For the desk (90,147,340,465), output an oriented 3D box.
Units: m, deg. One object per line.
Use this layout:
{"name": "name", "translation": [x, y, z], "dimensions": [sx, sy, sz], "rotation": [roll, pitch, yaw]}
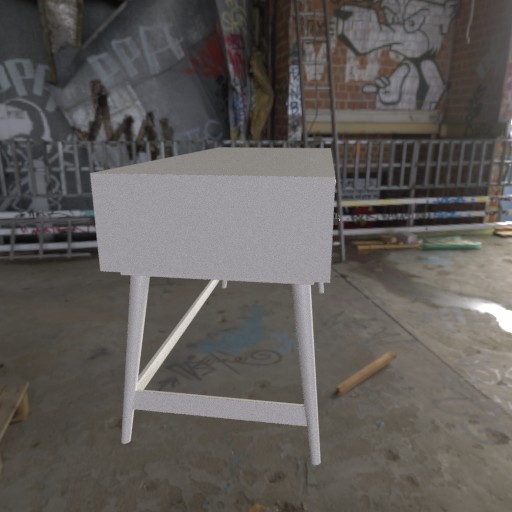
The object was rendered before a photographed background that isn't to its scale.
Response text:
{"name": "desk", "translation": [0.000, 0.000, 1.732], "dimensions": [0.589, 0.762, 1.313], "rotation": [2, 17, 8]}
